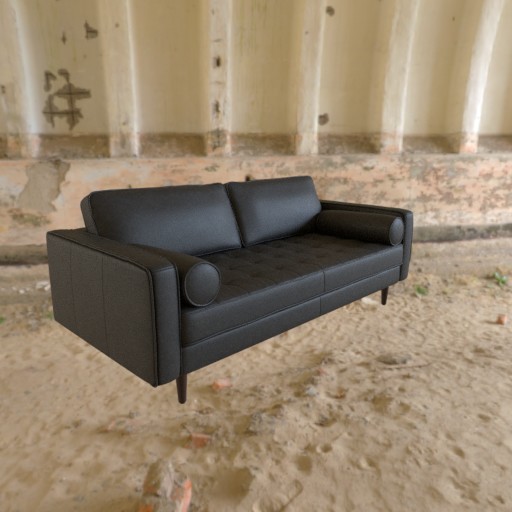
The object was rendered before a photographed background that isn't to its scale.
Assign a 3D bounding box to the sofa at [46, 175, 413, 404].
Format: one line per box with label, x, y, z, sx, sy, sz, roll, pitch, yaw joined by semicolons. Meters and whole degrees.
sofa;0.000;0.000;2.394;0.921;0.770;1.879;13;19;43
